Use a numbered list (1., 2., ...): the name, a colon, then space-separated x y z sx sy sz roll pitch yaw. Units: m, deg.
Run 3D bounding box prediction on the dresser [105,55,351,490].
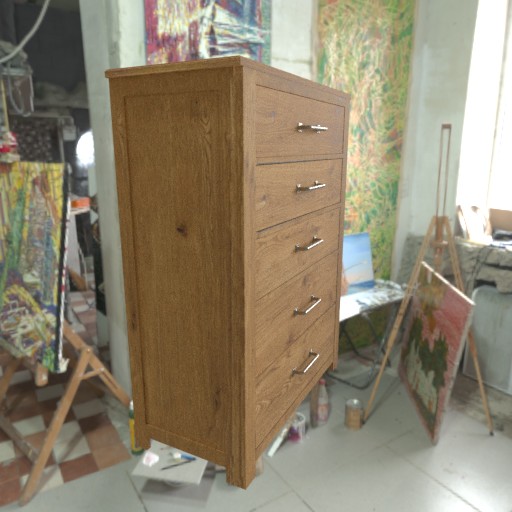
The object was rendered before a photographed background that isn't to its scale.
1. dresser: 0.000 0.000 1.962 0.558 1.431 1.081 7 16 27
